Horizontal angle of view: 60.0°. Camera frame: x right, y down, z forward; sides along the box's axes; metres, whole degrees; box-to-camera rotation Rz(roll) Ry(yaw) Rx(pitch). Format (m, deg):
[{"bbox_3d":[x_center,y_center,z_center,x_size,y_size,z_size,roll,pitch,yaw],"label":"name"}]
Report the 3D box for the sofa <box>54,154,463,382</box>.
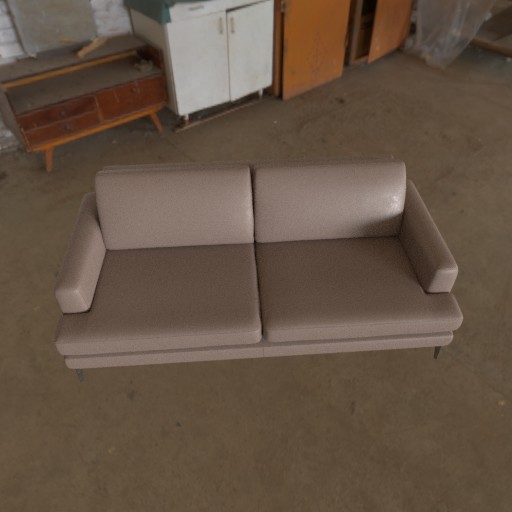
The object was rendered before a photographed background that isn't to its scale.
[{"bbox_3d":[0.000,0.000,2.383,1.940,0.765,0.974,-3,45,-3],"label":"sofa"}]
